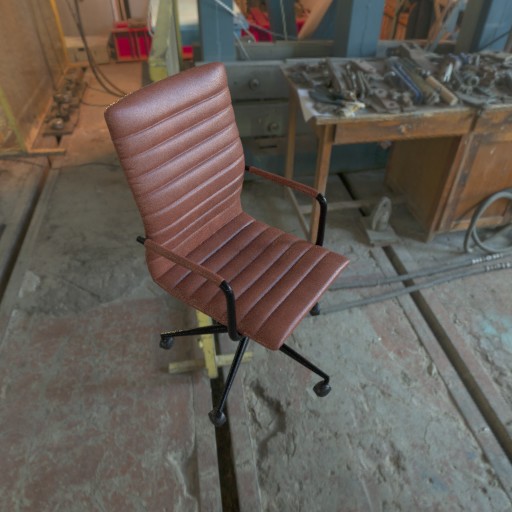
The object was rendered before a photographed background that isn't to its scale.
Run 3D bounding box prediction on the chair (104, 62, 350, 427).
[{"bbox_3d":[0.000,0.000,1.255,0.578,0.878,0.600,25,47,26],"label":"chair"}]
